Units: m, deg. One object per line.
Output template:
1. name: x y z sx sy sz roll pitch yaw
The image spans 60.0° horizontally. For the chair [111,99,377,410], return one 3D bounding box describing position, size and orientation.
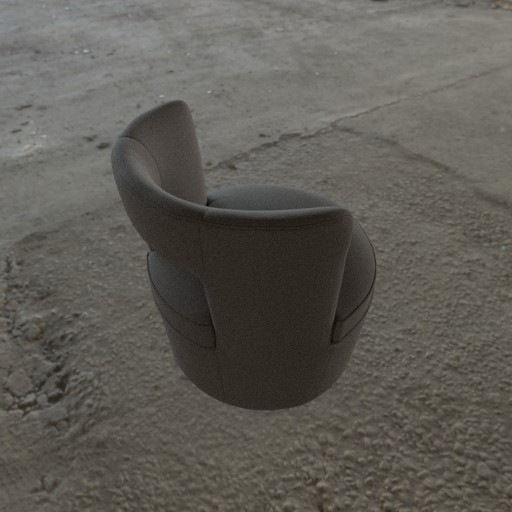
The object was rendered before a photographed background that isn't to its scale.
1. chair: 0.000 0.000 1.267 0.660 0.719 0.689 -24 46 -26
